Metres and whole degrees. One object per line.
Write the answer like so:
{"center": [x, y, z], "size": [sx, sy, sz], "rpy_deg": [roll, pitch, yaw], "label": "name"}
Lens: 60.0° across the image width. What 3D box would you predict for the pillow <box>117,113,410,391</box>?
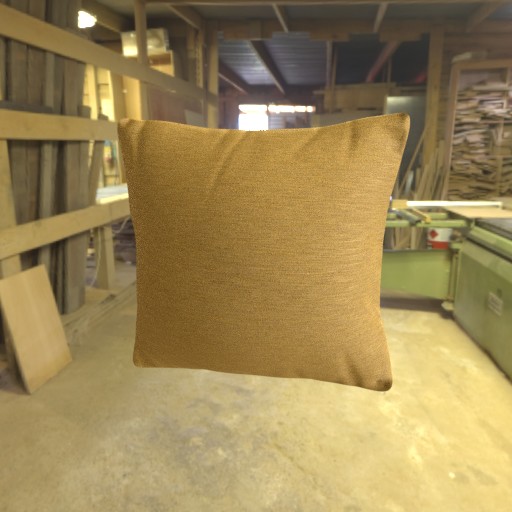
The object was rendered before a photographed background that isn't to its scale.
{"center": [0.000, 0.000, 0.689], "size": [0.435, 0.417, 0.247], "rpy_deg": [2, 13, 11], "label": "pillow"}
